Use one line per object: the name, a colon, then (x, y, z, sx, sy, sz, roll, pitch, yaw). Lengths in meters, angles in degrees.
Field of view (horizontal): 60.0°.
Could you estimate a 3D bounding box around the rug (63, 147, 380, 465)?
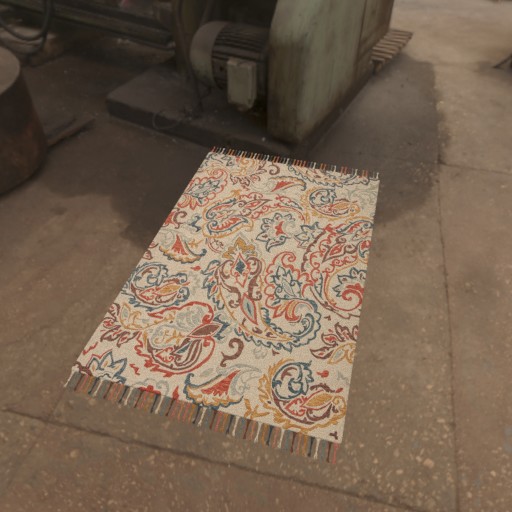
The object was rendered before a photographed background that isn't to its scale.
rug: (0.000, 0.000, 2.490, 1.218, 0.010, 1.997, 11, 47, 11)
